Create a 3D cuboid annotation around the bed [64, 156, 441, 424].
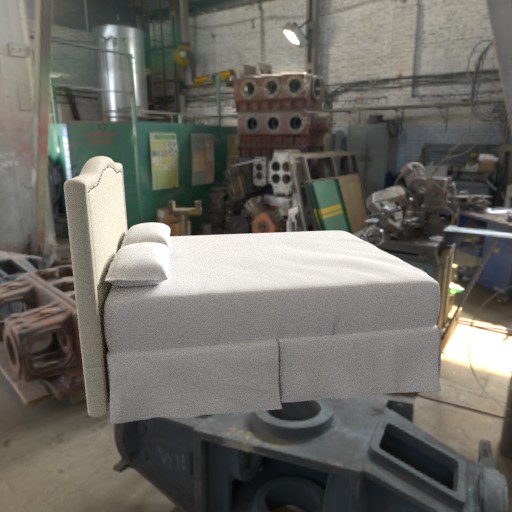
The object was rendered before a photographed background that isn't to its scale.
[{"bbox_3d":[0.000,0.000,3.267,2.196,1.449,1.741,-3,15,-10],"label":"bed"}]
